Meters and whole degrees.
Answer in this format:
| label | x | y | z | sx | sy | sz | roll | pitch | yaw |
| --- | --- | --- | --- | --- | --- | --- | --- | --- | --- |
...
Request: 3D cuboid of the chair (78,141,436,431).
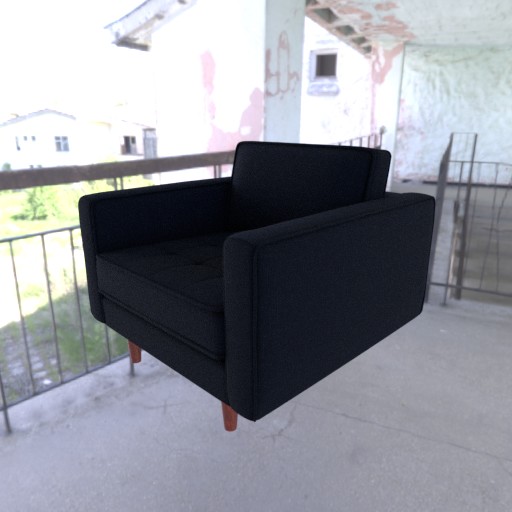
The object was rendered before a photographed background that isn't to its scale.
| label | x | y | z | sx | sy | sz | roll | pitch | yaw |
| --- | --- | --- | --- | --- | --- | --- | --- | --- | --- |
| chair | 0.000 | 0.000 | 1.589 | 0.920 | 0.770 | 0.899 | -17 | 24 | -42 |
